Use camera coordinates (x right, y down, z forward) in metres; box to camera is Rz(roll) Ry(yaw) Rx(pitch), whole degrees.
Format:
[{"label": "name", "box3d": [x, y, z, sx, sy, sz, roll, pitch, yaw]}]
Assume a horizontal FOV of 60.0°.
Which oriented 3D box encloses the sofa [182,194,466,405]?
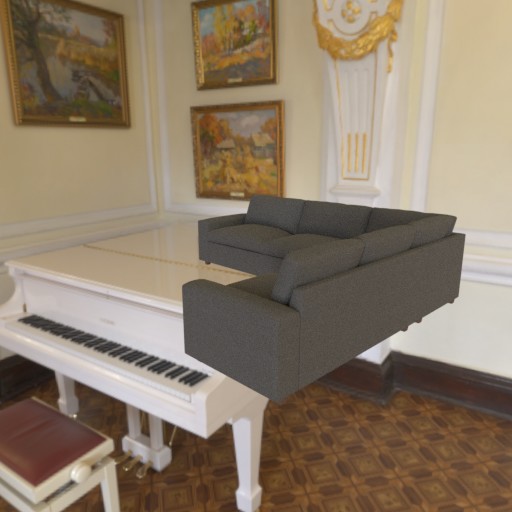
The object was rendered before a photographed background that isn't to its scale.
[{"label": "sofa", "box3d": [0.000, 0.000, 4.807, 2.895, 0.965, 3.277, -13, 19, -43]}]
